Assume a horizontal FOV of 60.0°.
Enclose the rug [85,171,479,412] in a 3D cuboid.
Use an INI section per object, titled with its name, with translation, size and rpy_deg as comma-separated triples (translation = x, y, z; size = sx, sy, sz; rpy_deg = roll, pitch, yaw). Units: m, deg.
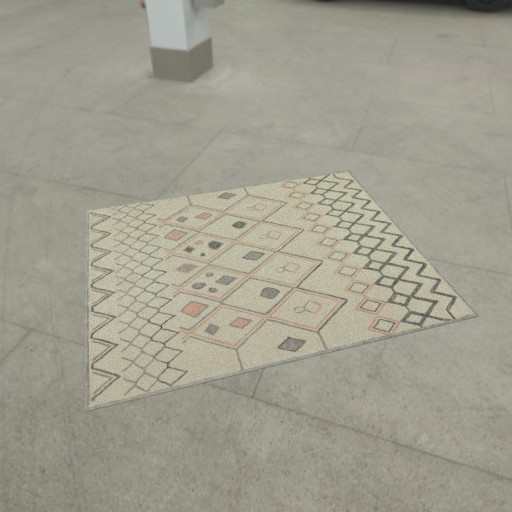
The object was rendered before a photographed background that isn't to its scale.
[rug]
translation = 0.000, 0.000, 4.142
size = 3.050, 0.016, 2.441
rpy_deg = -11, 41, -12
